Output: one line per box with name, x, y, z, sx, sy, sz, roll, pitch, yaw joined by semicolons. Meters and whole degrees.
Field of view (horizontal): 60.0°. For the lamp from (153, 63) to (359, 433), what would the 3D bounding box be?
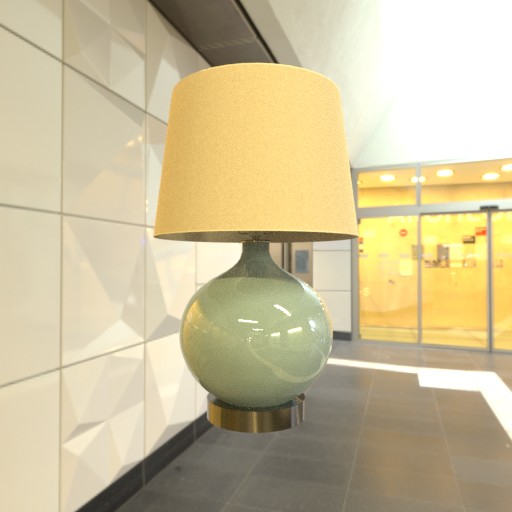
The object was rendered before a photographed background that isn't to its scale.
lamp;0.000;0.000;0.545;0.247;0.387;0.247;0;-1;0
